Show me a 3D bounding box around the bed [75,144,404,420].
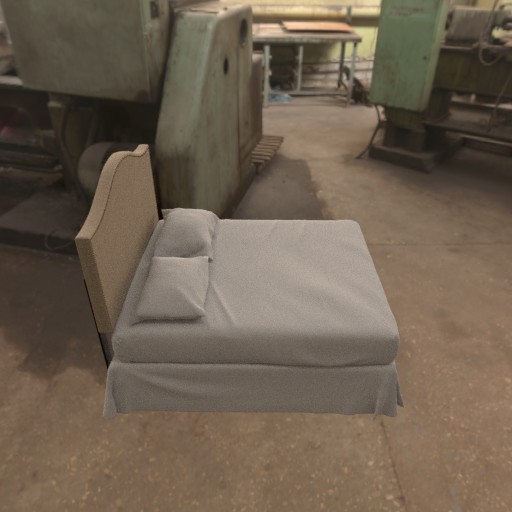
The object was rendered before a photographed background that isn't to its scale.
[{"bbox_3d":[0.000,0.000,3.540,2.221,1.645,1.876,0,33,1],"label":"bed"}]
